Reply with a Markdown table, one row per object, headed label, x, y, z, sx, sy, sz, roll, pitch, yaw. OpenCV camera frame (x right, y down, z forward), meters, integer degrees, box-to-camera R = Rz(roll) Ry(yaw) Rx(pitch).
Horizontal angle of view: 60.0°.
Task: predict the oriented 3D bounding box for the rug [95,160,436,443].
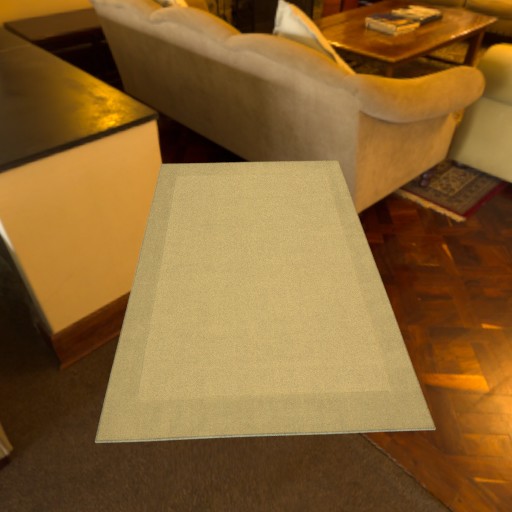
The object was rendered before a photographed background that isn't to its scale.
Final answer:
| label | x | y | z | sx | sy | sz | roll | pitch | yaw |
| --- | --- | --- | --- | --- | --- | --- | --- | --- | --- |
| rug | 0.000 | 0.000 | 2.890 | 1.524 | 0.014 | 2.438 | -2 | 41 | -2 |
